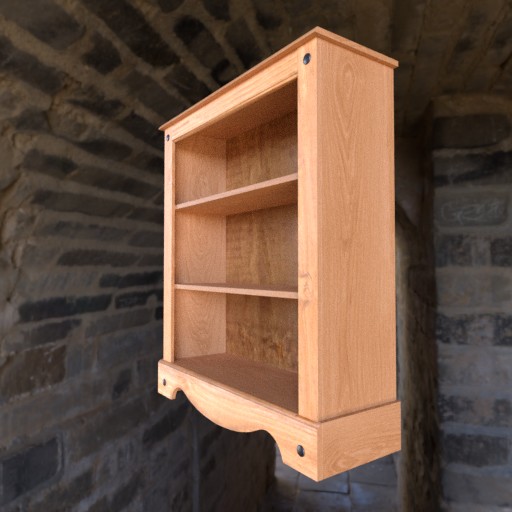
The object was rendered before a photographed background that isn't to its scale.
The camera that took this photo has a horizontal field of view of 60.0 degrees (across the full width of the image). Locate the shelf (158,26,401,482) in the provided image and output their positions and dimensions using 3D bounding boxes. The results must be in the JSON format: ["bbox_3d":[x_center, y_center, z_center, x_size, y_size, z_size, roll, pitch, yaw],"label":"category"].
[{"bbox_3d":[0.000,0.000,1.374,0.291,0.980,0.840,1,-2,-36],"label":"shelf"}]
